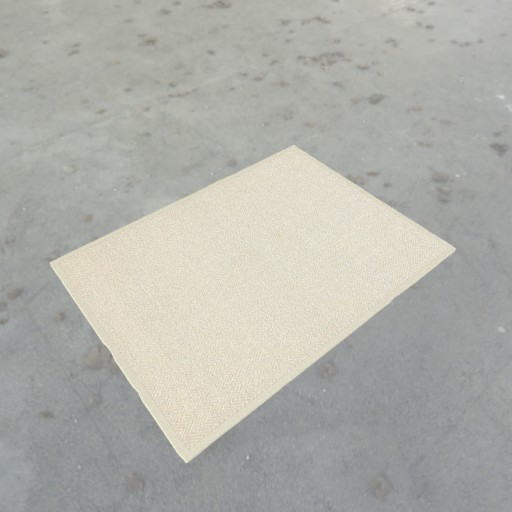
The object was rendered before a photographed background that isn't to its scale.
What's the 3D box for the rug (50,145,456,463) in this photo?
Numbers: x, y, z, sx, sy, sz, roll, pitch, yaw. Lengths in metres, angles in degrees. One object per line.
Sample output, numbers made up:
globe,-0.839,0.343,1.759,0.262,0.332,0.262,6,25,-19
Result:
rug,0.000,0.000,4.950,3.659,0.037,2.734,-31,54,-26
